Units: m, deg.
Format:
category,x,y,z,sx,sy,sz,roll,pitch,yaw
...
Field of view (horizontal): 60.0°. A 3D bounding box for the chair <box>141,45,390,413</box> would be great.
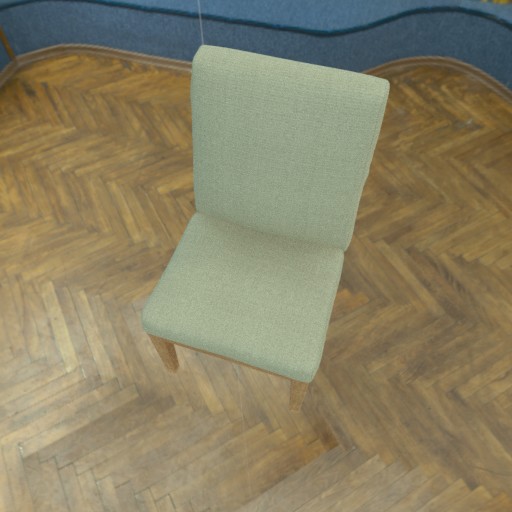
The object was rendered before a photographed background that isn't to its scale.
category,x,y,z,sx,sy,sz,roll,pitch,yaw
chair,0.000,0.000,1.288,0.507,0.911,0.586,15,58,10
